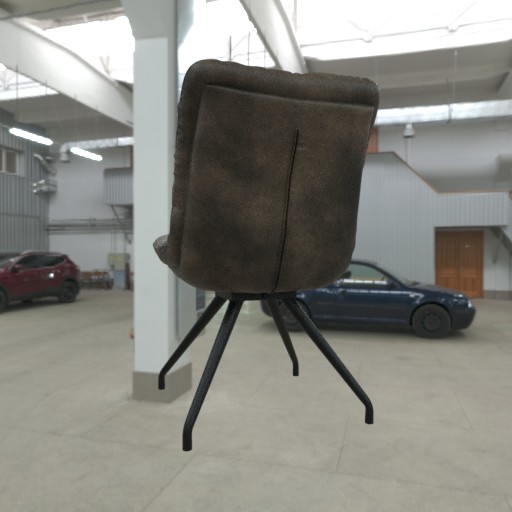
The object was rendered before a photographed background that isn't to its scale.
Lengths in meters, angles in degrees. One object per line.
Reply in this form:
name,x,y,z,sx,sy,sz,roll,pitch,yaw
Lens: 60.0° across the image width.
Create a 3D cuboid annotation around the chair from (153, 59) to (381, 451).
chair,0.000,0.000,1.281,0.549,0.870,0.622,0,1,-19
